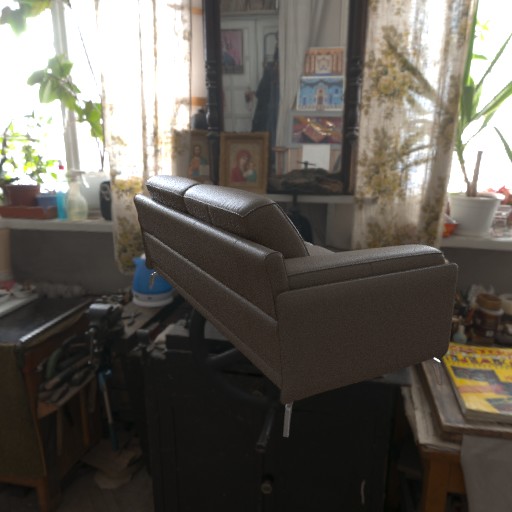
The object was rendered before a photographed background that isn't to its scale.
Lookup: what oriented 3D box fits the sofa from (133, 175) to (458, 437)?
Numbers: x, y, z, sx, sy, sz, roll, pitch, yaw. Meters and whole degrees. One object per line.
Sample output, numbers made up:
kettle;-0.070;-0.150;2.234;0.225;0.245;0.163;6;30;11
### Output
sofa;0.000;0.000;2.660;1.049;0.930;2.101;-8;16;-27
